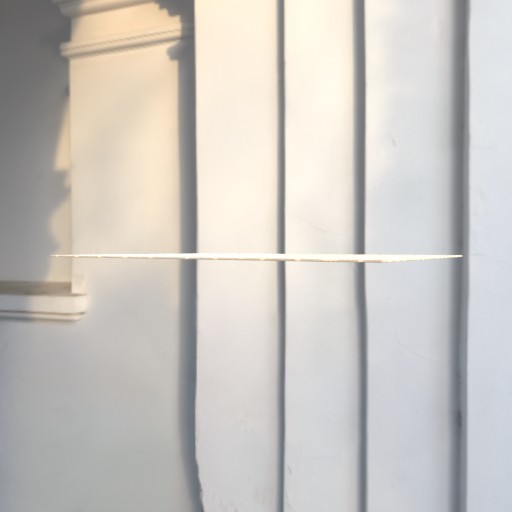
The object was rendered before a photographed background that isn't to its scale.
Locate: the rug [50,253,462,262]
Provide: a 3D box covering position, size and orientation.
[{"bbox_3d":[0.000,0.000,2.718,2.080,0.010,1.451,1,1,35],"label":"rug"}]
